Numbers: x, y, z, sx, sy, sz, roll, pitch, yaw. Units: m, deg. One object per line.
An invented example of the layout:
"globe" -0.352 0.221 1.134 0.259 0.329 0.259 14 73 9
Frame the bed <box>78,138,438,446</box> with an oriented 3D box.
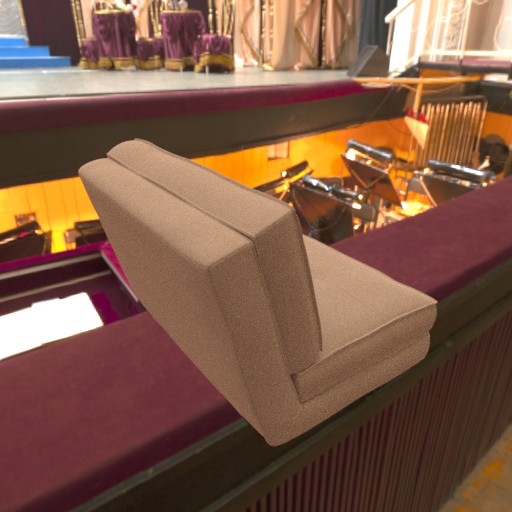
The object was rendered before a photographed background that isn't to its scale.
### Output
"bed" 0.000 0.000 1.312 0.749 0.614 0.799 -17 31 -31
